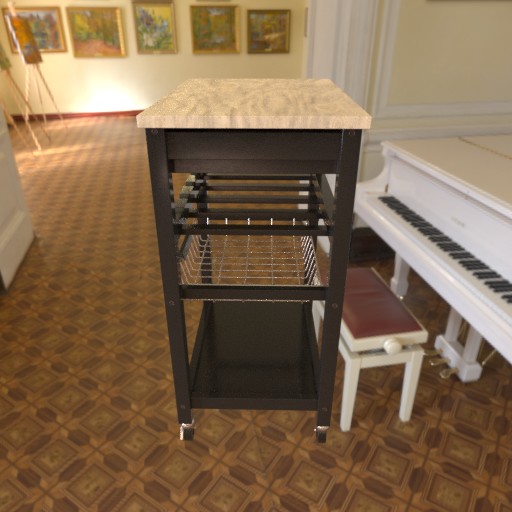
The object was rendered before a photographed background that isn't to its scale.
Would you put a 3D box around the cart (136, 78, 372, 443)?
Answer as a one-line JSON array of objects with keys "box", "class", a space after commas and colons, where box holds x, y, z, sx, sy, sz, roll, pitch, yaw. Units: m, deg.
[{"box": [0.000, 0.000, 1.201, 0.403, 0.839, 0.584, 1, 28, 1], "class": "cart"}]
